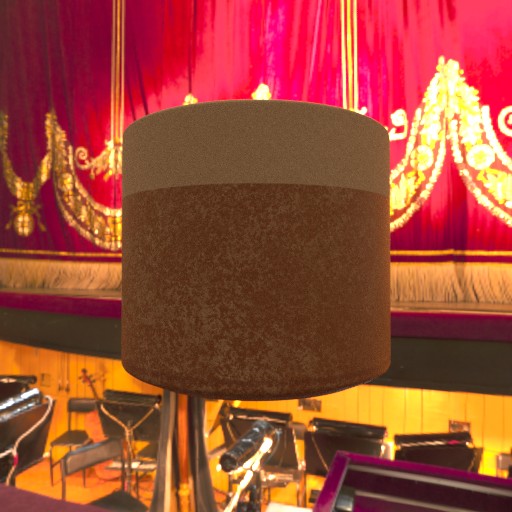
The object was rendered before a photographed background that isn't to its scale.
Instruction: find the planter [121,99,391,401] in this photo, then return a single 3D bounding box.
[{"bbox_3d":[0.000,0.000,0.274,0.159,0.138,0.159,0,-1,0],"label":"planter"}]
